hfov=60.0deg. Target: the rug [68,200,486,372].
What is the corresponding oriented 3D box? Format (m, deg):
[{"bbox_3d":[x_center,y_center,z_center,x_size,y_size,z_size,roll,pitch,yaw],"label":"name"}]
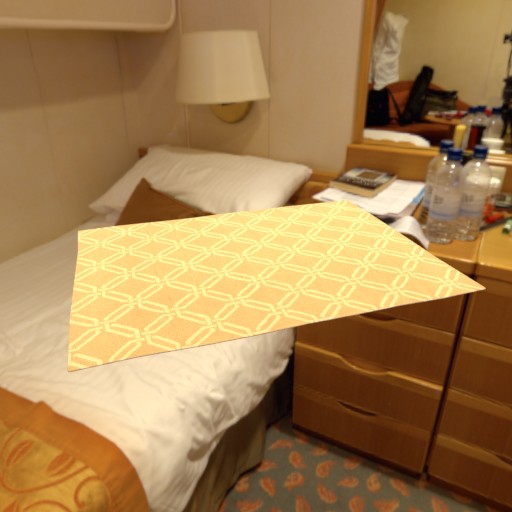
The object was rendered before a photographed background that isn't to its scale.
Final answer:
[{"bbox_3d":[0.000,0.000,4.336,3.365,0.020,2.452,-8,27,-16],"label":"rug"}]
